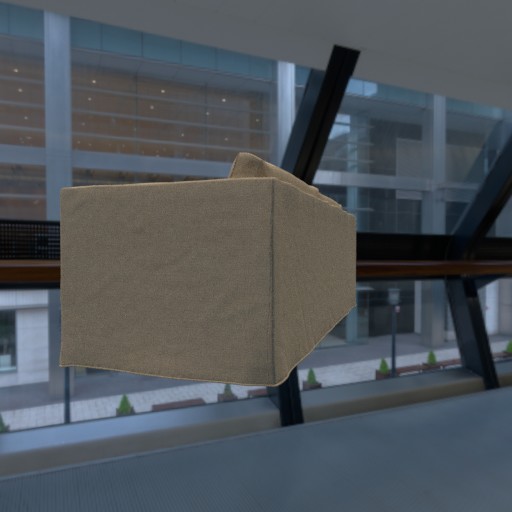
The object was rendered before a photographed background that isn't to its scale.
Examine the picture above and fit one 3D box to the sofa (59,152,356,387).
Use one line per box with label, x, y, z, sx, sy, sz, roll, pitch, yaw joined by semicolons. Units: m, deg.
sofa;0.000;0.000;2.723;0.962;0.853;2.312;1;2;20
